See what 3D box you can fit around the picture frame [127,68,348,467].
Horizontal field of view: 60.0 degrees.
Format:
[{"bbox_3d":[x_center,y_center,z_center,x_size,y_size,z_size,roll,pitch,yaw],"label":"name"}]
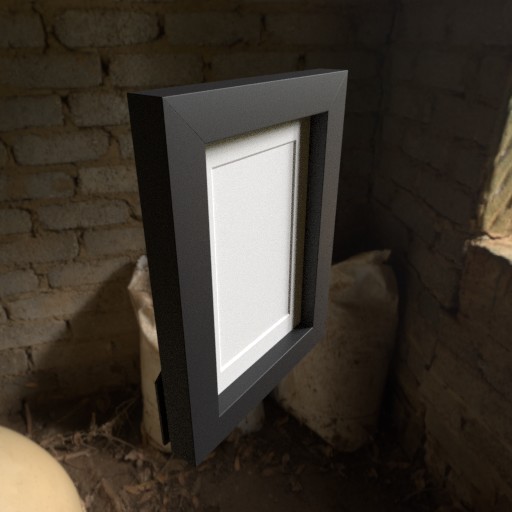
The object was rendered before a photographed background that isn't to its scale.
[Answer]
[{"bbox_3d":[0.000,0.000,0.278,0.028,0.208,0.157,19,32,32],"label":"picture frame"}]
